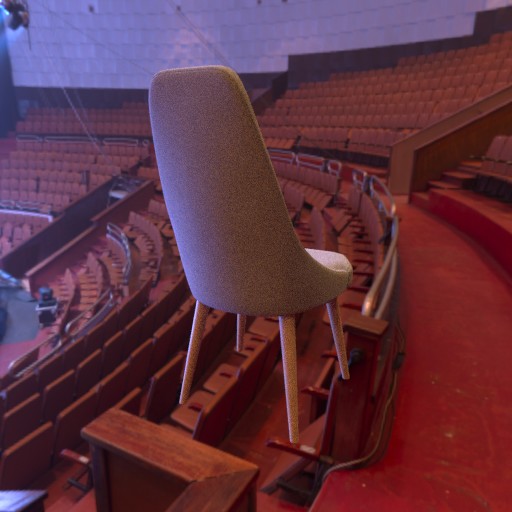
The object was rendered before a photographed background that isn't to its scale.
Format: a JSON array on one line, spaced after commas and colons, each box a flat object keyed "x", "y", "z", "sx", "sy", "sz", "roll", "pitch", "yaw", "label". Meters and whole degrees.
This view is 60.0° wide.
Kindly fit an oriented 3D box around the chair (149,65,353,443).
[{"x": 0.000, "y": 0.000, "z": 1.411, "sx": 0.510, "sy": 1.040, "sz": 0.660, "roll": 8, "pitch": 17, "yaw": 28, "label": "chair"}]
